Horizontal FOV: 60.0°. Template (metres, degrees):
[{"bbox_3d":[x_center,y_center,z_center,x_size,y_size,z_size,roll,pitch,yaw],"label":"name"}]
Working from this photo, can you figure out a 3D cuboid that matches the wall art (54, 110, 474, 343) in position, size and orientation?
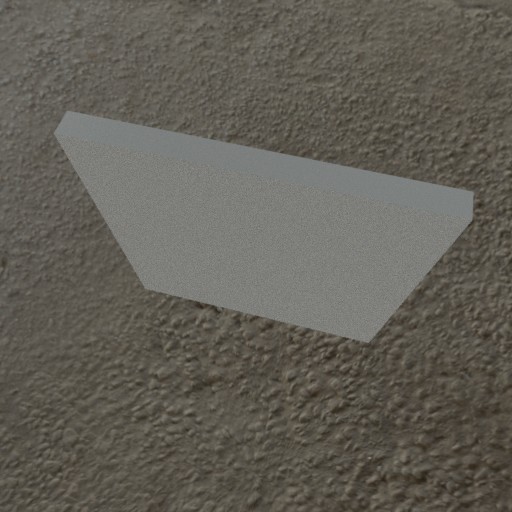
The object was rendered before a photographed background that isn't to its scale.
[{"bbox_3d":[0.000,0.000,0.529,0.355,0.355,0.027,13,64,6],"label":"wall art"}]
